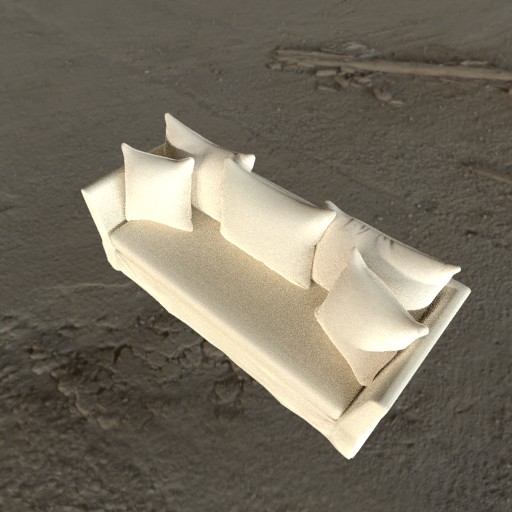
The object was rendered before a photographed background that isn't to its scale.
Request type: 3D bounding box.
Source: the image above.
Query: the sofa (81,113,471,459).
[{"bbox_3d":[0.000,0.000,3.028,2.484,1.042,1.030,33,55,26],"label":"sofa"}]
